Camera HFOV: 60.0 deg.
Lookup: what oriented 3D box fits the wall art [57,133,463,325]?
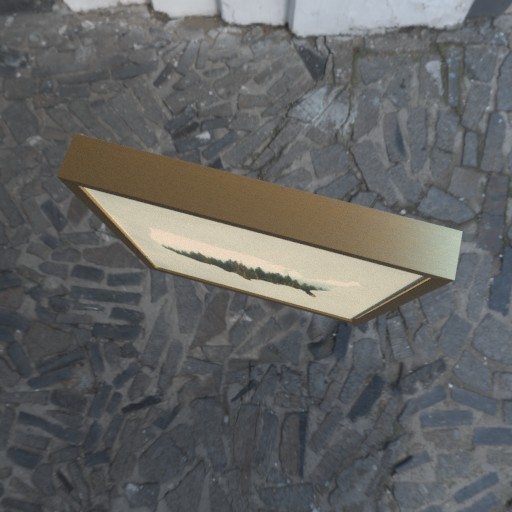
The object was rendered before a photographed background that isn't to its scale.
[{"bbox_3d":[0.000,0.000,0.478,0.304,0.304,0.038,15,76,4],"label":"wall art"}]
